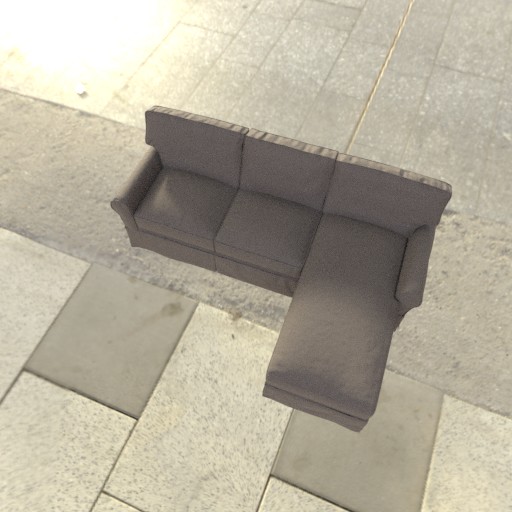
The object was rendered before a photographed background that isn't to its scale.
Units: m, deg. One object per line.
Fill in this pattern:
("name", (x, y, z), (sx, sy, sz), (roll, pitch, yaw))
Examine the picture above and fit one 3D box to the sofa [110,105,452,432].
("sofa", (0.000, 0.000, 3.365), (2.475, 0.978, 1.733), (18, 61, 10))
